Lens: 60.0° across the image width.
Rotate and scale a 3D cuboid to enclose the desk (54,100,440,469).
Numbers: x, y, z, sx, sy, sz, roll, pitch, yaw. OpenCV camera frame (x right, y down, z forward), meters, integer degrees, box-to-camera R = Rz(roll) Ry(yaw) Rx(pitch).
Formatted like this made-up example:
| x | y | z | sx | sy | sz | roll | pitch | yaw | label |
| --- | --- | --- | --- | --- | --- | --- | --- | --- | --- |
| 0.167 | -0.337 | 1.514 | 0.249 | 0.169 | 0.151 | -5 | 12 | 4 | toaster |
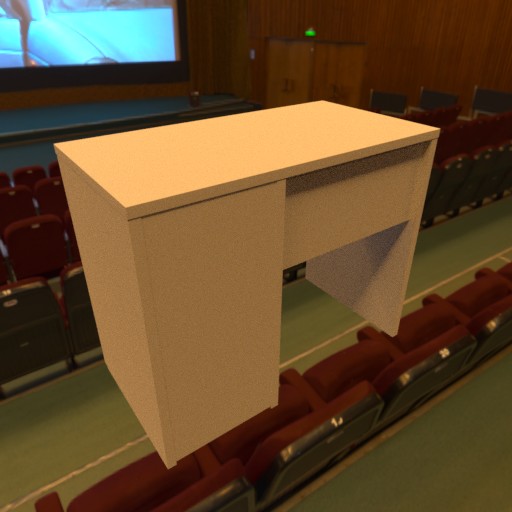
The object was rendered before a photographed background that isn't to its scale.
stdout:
| x | y | z | sx | sy | sz | roll | pitch | yaw | label |
| --- | --- | --- | --- | --- | --- | --- | --- | --- | --- |
| 0.000 | 0.000 | 1.340 | 0.898 | 0.730 | 0.482 | -20 | 36 | -30 | desk |
